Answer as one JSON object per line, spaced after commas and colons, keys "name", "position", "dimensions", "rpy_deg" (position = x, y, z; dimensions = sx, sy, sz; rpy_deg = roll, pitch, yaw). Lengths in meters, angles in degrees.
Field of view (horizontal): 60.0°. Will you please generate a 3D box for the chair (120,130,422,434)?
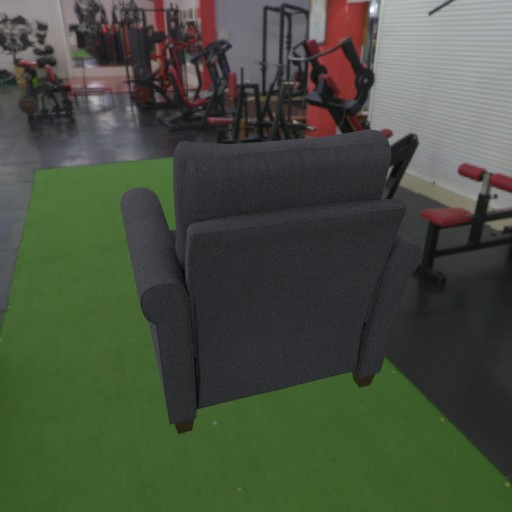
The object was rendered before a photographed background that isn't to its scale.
{"name": "chair", "position": [0.000, 0.000, 1.588], "dimensions": [0.867, 0.942, 0.828], "rpy_deg": [-8, 27, -17]}
